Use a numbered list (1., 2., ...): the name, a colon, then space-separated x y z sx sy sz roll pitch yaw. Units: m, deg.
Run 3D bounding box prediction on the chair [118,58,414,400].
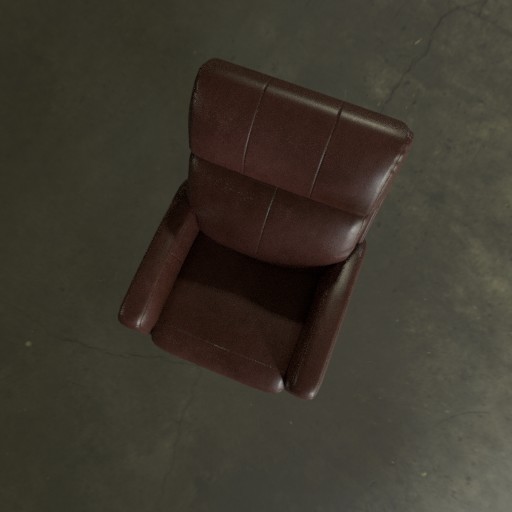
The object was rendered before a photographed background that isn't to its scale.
1. chair: 0.000 0.000 1.710 0.787 1.016 0.939 21 77 5
